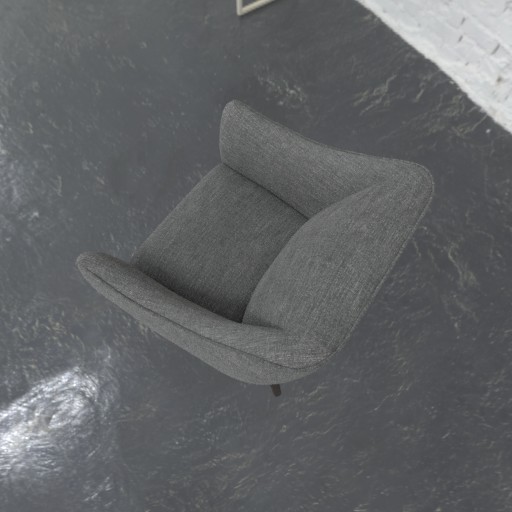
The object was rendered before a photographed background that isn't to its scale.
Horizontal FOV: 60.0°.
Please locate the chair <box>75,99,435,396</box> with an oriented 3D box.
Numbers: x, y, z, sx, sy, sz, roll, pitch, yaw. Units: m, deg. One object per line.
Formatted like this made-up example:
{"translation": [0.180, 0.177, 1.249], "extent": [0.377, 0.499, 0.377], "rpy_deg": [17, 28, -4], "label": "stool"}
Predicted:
{"translation": [0.000, 0.000, 1.604], "extent": [0.851, 0.829, 0.870], "rpy_deg": [32, 67, 15], "label": "chair"}
